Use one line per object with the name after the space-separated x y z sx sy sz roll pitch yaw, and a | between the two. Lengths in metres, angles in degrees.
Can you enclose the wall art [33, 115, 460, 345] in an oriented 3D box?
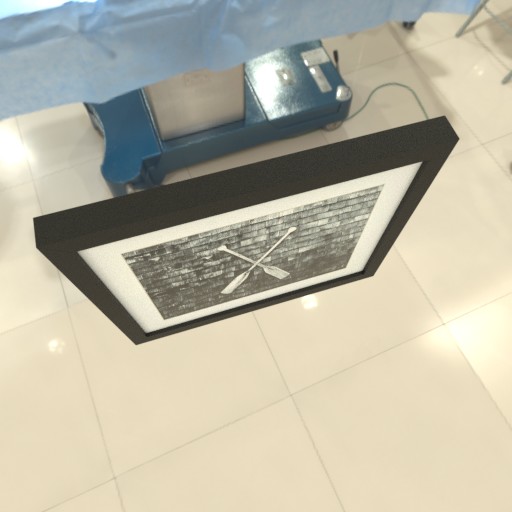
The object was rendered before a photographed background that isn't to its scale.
0.000 0.000 0.538 0.381 0.330 0.029 -15 66 -7 | wall art
